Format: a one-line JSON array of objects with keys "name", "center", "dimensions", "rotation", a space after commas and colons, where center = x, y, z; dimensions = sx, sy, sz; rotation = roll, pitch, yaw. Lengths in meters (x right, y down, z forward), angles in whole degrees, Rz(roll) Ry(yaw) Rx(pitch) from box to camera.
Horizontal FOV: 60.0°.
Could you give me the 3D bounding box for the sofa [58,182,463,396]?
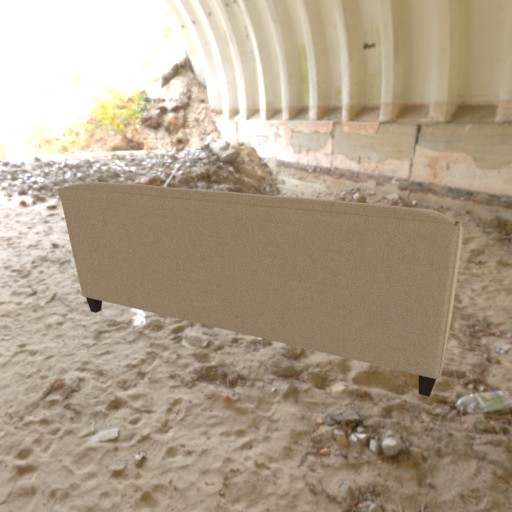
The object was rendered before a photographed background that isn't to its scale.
[{"name": "sofa", "center": [0.000, 0.000, 2.703], "dimensions": [2.235, 0.901, 0.914], "rotation": [8, 19, 25]}]
